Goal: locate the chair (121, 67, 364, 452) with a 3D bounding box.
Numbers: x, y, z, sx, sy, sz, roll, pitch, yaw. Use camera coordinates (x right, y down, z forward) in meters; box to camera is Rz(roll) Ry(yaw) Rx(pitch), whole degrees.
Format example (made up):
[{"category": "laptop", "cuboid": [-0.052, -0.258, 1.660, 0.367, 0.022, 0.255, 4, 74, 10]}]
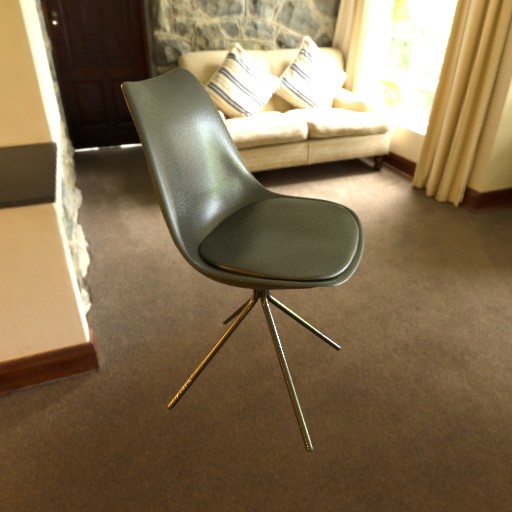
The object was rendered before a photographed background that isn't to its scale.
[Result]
[{"category": "chair", "cuboid": [0.000, 0.000, 1.138, 0.525, 0.850, 0.461, 10, 32, 17]}]
